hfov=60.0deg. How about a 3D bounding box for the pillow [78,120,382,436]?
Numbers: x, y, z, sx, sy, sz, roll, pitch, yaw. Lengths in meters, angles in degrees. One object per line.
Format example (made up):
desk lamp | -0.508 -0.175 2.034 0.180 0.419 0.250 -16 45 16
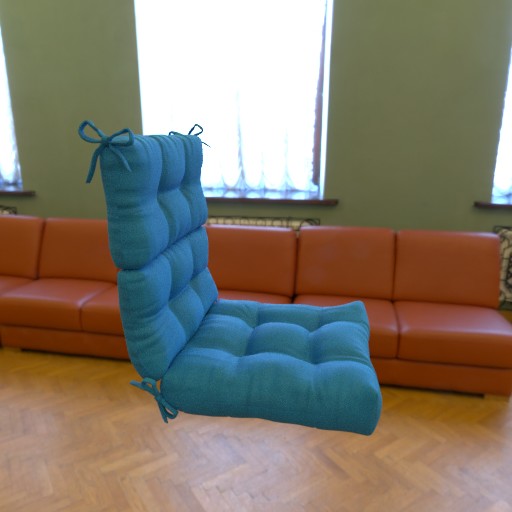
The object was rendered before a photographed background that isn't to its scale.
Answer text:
pillow | 0.000 0.000 1.040 0.571 0.605 0.519 3 16 9
